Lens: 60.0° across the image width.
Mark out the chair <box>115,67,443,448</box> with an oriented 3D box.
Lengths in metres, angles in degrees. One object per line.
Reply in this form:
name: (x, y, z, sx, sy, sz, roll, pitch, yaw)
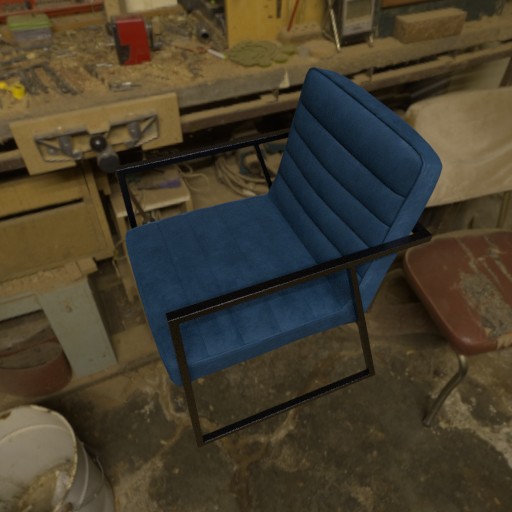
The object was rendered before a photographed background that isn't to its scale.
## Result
chair: (0.000, 0.000, 1.270, 0.677, 0.833, 0.571, -17, 48, -16)
